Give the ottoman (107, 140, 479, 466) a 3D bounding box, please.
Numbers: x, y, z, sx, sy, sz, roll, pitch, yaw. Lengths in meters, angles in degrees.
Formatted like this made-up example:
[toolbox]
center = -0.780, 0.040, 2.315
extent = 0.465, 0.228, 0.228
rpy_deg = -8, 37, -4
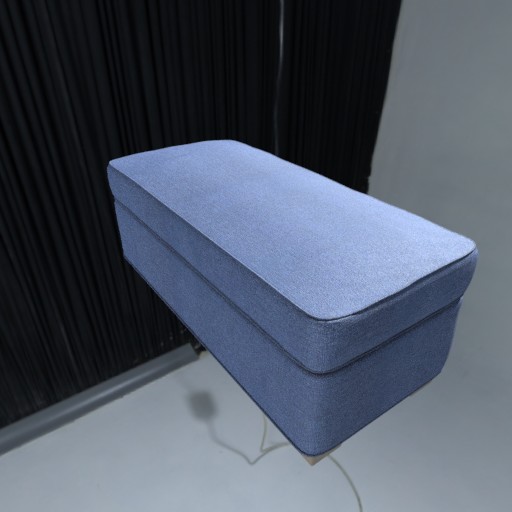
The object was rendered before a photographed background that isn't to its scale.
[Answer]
[ottoman]
center = 0.000, 0.000, 1.359
extent = 0.515, 0.460, 1.110
rpy_deg = -20, 36, -30
